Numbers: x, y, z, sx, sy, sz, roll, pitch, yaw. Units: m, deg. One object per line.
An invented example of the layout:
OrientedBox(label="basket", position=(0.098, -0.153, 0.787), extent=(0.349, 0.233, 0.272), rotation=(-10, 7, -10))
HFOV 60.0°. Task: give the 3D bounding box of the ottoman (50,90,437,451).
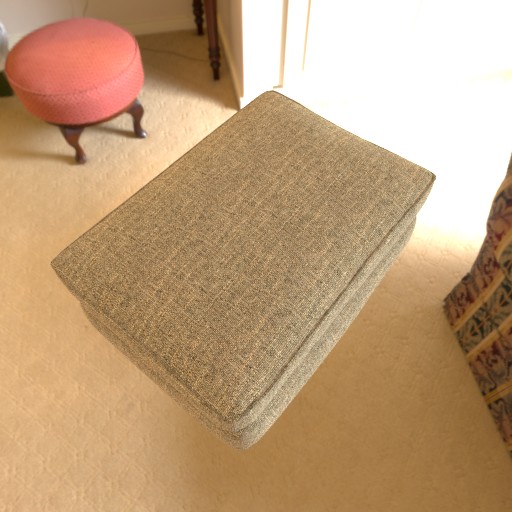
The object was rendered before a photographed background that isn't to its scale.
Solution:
OrientedBox(label="ottoman", position=(0.000, 0.000, 1.005), extent=(0.508, 0.406, 0.686), rotation=(35, 64, 20))
